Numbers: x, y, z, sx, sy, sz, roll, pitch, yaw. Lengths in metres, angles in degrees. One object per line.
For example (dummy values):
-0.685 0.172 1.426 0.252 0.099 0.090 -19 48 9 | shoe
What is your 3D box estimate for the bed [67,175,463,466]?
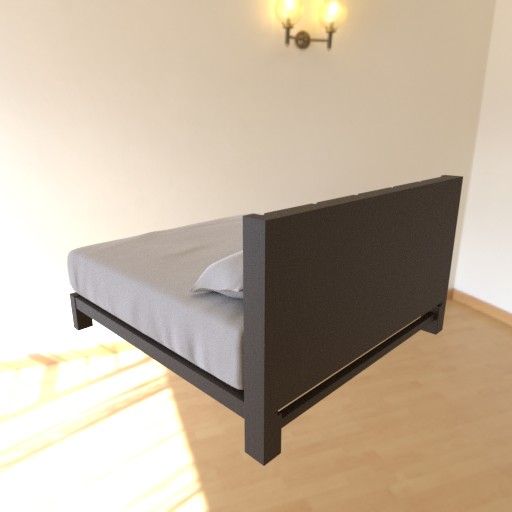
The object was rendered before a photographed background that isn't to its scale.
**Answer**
0.000 0.000 3.518 2.238 1.261 2.143 16 23 42 | bed
